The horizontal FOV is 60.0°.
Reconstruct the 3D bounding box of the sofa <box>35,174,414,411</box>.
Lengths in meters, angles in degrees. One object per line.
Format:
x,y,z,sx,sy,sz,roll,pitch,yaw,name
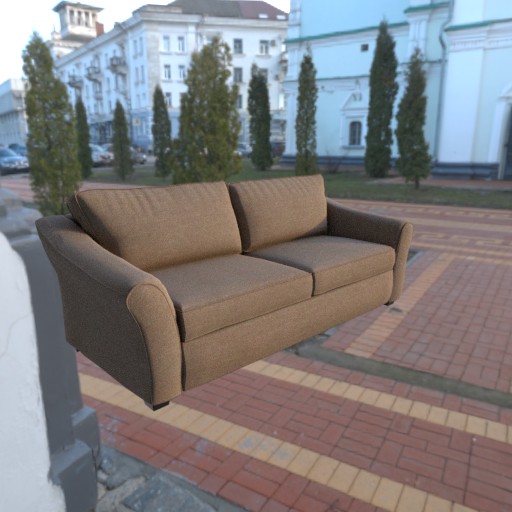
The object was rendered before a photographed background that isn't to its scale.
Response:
0.000,0.000,2.761,2.270,0.906,0.986,-13,19,-41,sofa
